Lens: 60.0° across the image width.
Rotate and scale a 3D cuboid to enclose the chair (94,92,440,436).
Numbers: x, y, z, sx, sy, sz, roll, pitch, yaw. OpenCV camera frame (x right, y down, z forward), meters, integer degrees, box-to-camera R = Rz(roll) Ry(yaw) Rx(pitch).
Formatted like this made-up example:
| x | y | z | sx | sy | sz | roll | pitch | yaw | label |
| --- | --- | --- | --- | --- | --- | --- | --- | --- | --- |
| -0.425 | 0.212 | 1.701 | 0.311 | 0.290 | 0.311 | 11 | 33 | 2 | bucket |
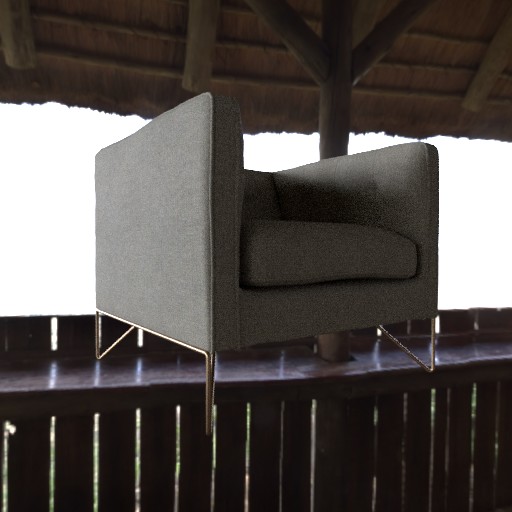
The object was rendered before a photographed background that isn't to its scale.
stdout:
| x | y | z | sx | sy | sz | roll | pitch | yaw | label |
| --- | --- | --- | --- | --- | --- | --- | --- | --- | --- |
| 0.000 | 0.000 | 1.603 | 0.920 | 0.799 | 0.912 | -1 | 1 | -36 | chair |
